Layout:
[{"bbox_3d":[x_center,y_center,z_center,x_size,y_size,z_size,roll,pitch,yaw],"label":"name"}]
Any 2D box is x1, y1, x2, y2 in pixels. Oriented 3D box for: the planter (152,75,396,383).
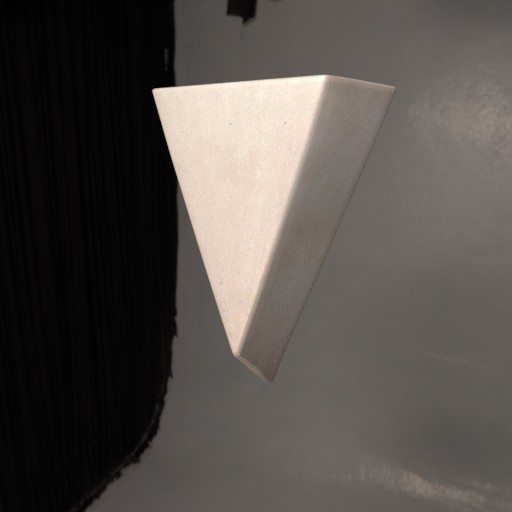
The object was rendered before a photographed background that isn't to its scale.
[{"bbox_3d":[0.000,0.000,0.278,0.150,0.197,0.060,6,14,25],"label":"planter"}]
